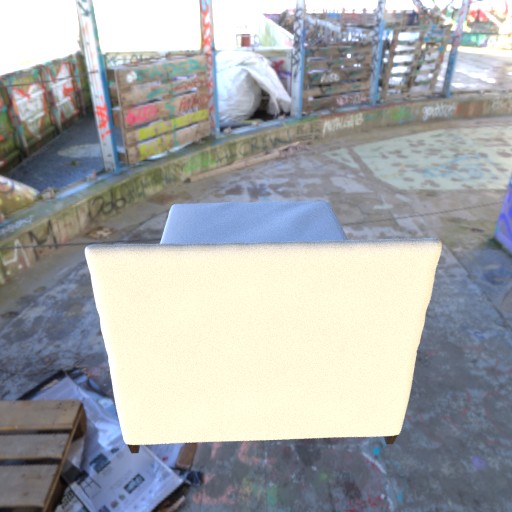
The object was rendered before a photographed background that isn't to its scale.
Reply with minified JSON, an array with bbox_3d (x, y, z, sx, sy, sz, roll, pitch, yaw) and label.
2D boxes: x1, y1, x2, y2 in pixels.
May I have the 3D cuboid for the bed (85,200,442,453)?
[{"bbox_3d":[0.000,0.000,3.412,1.698,1.427,2.387,-1,30,-2],"label":"bed"}]
